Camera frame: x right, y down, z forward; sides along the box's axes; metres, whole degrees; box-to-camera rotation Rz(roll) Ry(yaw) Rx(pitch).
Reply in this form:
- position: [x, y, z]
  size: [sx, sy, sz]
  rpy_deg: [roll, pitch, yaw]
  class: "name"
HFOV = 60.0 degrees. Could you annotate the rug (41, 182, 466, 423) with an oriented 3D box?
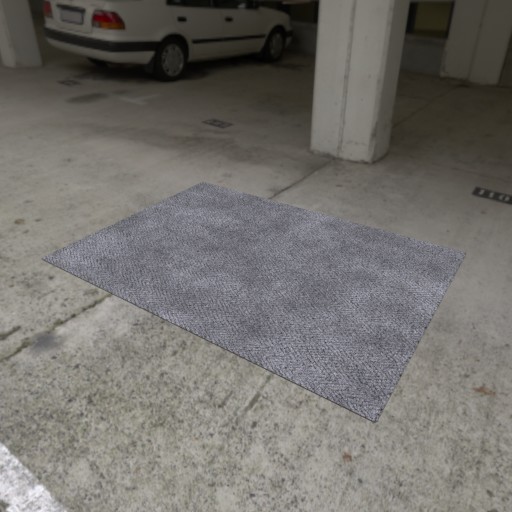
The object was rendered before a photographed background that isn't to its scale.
- position: [0.000, 0.000, 2.860]
  size: [2.235, 0.008, 1.600]
  rpy_deg: [19, 36, 29]
  class: "rug"
